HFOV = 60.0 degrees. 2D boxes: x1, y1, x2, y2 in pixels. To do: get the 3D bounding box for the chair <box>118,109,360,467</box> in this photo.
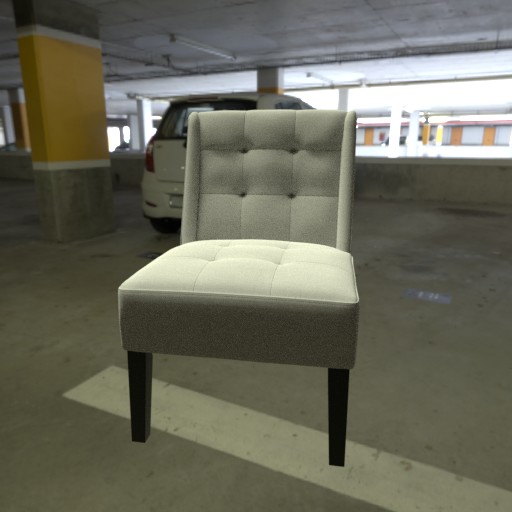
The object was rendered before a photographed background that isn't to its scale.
[{"bbox_3d":[0.000,0.000,1.300,0.569,0.853,0.676,3,15,10],"label":"chair"}]
